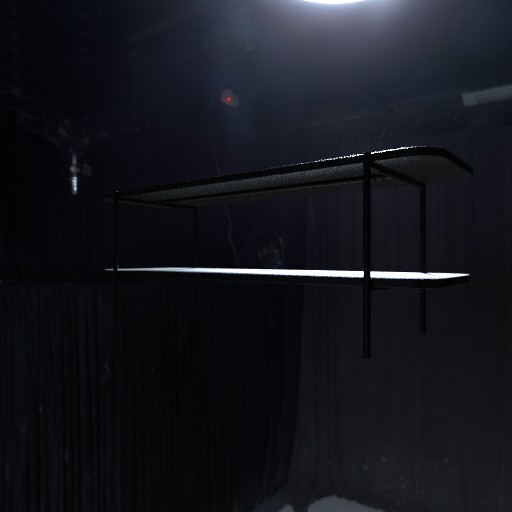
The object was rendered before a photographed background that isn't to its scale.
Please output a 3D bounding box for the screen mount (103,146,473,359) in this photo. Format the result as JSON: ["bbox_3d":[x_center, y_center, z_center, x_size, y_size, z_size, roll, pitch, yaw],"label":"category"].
[{"bbox_3d":[0.000,0.000,1.393,1.200,0.447,0.400,0,0,38],"label":"screen mount"}]
